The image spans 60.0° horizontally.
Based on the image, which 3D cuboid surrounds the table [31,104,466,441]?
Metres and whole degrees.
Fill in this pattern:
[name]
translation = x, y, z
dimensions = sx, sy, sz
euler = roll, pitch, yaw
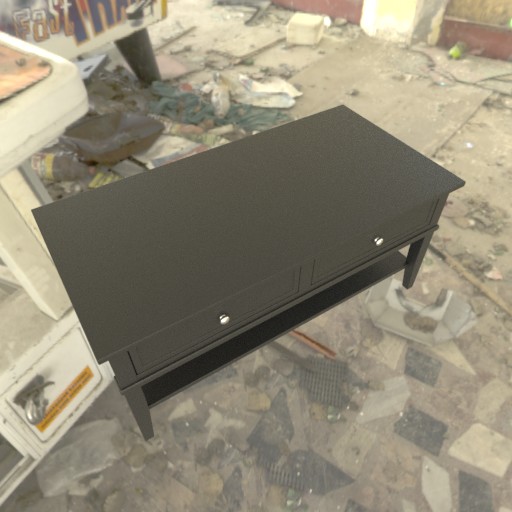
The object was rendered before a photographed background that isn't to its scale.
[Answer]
[table]
translation = 0.000, 0.000, 1.352
dimensions = 1.044, 0.470, 0.523
euler = -25, 51, -22
